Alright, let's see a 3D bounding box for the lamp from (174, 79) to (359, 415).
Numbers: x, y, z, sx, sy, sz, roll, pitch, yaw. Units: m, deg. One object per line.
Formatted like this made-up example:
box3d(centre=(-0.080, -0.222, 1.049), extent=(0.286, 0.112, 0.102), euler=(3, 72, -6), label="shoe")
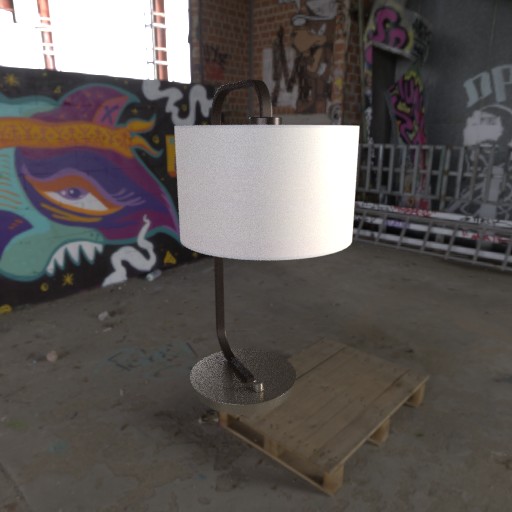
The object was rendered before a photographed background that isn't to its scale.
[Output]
box3d(centre=(0.000, 0.000, 0.635), extent=(0.230, 0.473, 0.288), euler=(-8, 17, -26), label="lamp")
